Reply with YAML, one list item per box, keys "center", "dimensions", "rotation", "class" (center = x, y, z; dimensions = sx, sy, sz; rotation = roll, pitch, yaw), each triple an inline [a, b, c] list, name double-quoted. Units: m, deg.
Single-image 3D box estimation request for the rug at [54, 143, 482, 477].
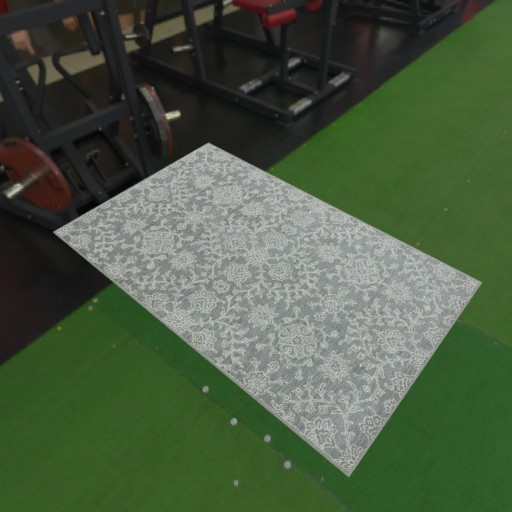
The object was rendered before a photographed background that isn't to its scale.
- center: [0.000, 0.000, 2.930]
  dimensions: [2.430, 0.010, 1.515]
  rotation: [32, 54, 27]
  class: "rug"
